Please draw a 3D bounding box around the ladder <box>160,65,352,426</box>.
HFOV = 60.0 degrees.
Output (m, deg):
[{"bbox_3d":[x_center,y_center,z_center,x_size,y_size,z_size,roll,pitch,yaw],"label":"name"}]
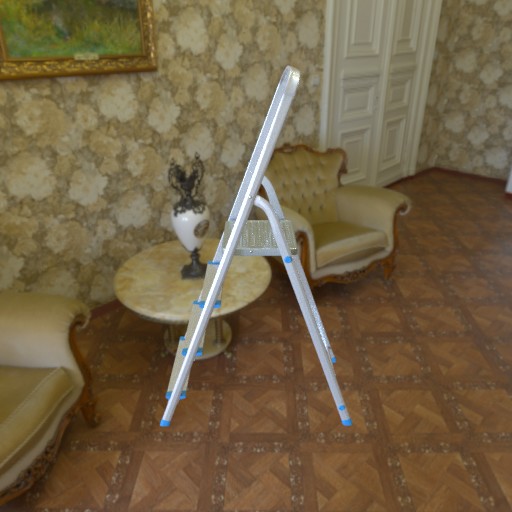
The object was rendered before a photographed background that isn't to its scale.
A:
[{"bbox_3d":[0.000,0.000,1.822,0.842,1.434,0.445,0,26,0],"label":"ladder"}]
